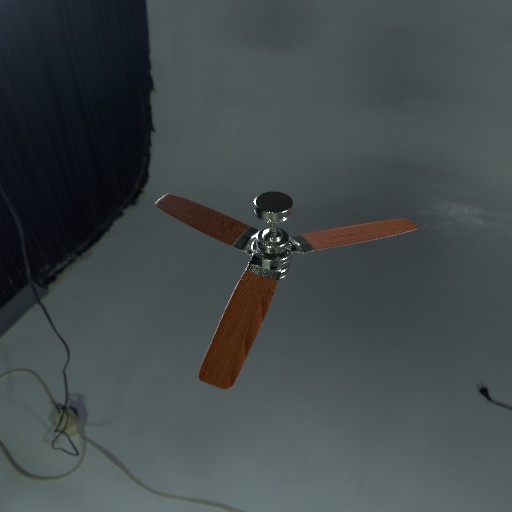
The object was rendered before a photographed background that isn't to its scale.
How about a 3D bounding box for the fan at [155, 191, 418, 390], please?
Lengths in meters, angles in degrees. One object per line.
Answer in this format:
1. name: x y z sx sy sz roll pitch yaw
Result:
1. fan: 0.000 0.000 2.012 1.416 0.410 1.271 12 42 13
